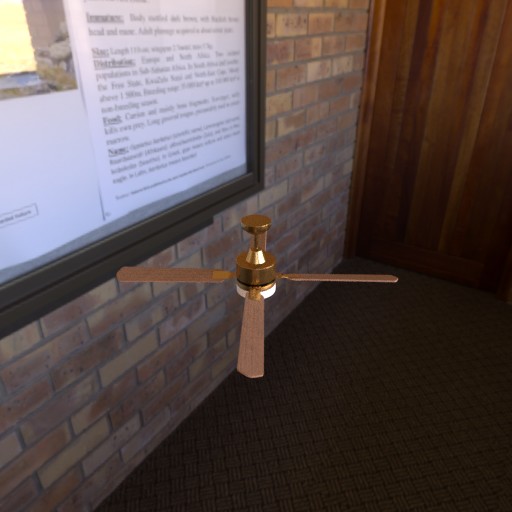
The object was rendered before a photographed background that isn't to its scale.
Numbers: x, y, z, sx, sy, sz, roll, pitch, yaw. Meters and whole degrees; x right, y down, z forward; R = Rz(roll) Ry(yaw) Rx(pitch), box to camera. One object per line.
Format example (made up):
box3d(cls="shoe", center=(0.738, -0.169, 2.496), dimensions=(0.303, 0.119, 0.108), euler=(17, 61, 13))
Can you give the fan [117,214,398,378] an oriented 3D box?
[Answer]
box3d(cls="fan", center=(0.000, 0.000, 2.032), dimensions=(1.320, 0.355, 1.320), euler=(1, 28, 2))
